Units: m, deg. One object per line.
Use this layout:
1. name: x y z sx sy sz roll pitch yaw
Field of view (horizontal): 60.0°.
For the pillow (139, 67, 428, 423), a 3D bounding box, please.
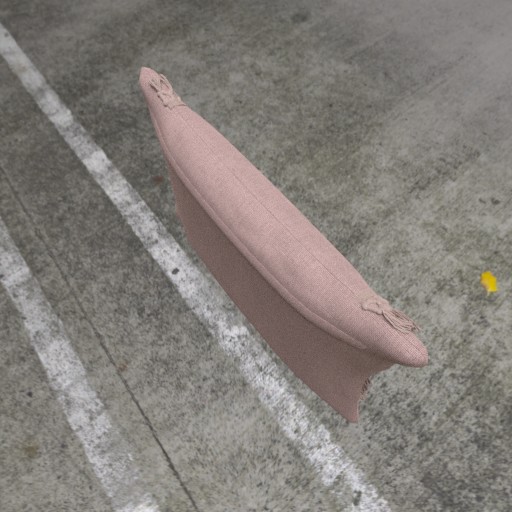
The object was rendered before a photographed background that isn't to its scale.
1. pillow: 0.000 0.000 0.581 0.084 0.305 0.466 -33 65 -18
